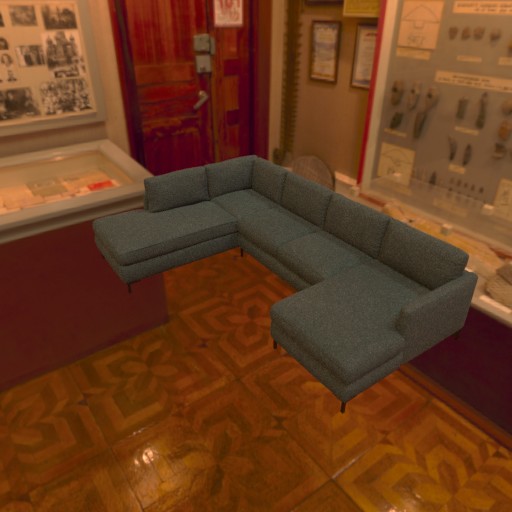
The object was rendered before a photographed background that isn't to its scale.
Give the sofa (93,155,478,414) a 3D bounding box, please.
[{"bbox_3d":[0.000,0.000,3.882,2.007,0.813,2.956,-20,36,-29],"label":"sofa"}]
